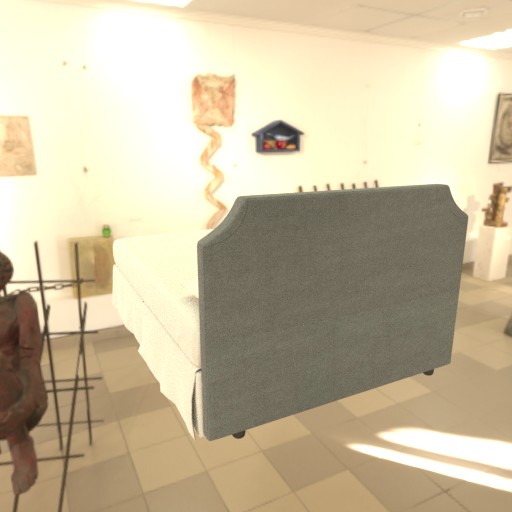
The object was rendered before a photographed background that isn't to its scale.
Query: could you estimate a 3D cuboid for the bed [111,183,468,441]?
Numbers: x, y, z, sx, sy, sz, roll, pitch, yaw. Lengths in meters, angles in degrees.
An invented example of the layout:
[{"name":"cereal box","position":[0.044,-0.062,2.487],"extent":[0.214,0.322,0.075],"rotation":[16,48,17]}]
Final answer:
[{"name":"bed","position":[0.000,0.000,3.604],"extent":[1.977,1.306,2.464],"rotation":[-8,17,-26]}]
